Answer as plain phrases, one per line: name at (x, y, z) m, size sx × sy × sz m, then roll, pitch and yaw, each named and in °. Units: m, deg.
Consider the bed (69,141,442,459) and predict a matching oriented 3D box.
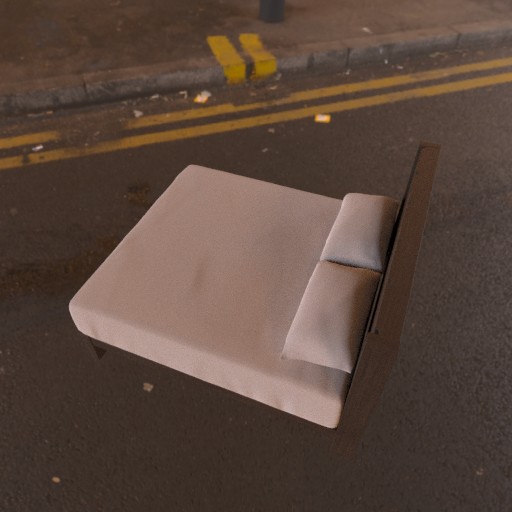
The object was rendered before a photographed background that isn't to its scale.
bed at (0.000, 0.000, 3.136) m, size 1.992 × 1.261 × 1.735 m, roll 16°, pitch 48°, yaw 15°
